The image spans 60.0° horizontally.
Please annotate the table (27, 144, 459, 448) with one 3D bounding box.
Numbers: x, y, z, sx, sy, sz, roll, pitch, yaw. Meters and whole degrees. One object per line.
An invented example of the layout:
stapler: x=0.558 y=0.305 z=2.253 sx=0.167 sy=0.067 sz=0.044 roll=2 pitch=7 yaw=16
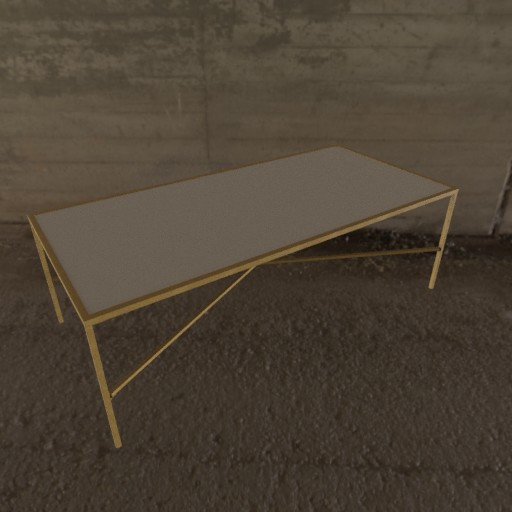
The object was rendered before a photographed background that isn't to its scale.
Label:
table: x=0.000 y=0.000 z=1.467 sx=1.206 sy=0.398 sz=0.580 roll=-19 pitch=36 yaw=-29
